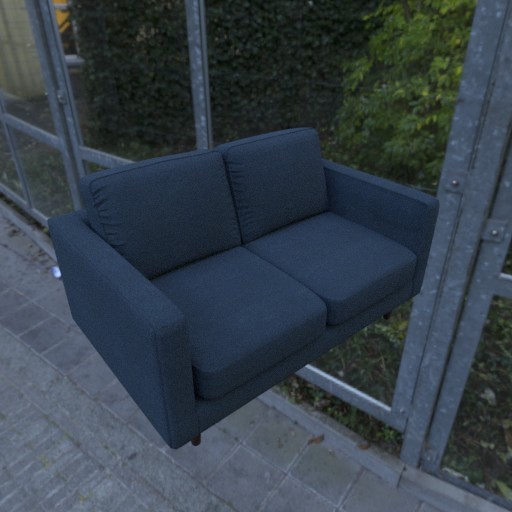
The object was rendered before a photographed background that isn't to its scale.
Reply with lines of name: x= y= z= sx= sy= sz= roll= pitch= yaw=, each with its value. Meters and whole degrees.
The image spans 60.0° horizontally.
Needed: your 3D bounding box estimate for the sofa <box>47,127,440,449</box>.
sofa: x=0.000 y=0.000 z=2.108 sx=1.518 sy=0.930 sz=0.999 roll=-23 pitch=37 yaw=-33
